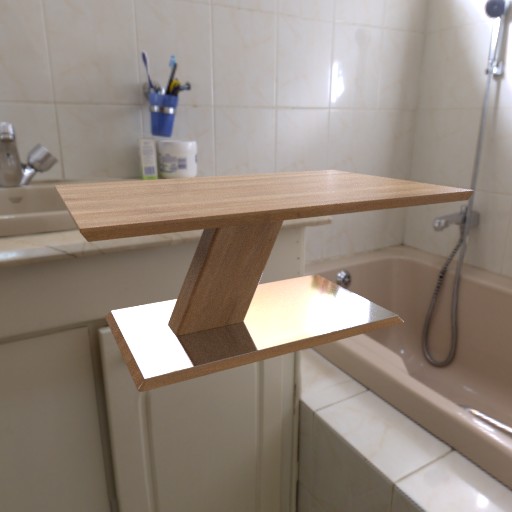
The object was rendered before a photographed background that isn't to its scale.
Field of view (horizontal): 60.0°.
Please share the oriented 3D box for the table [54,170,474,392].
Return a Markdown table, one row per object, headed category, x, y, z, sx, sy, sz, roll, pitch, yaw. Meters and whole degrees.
| category | x | y | z | sx | sy | sz | roll | pitch | yaw |
| --- | --- | --- | --- | --- | --- | --- | --- | --- | --- |
| table | 0.000 | 0.000 | 1.432 | 1.100 | 0.441 | 0.692 | -8 | 19 | -26 |
